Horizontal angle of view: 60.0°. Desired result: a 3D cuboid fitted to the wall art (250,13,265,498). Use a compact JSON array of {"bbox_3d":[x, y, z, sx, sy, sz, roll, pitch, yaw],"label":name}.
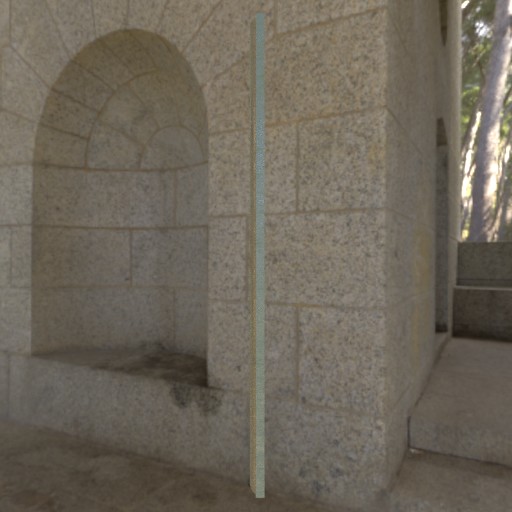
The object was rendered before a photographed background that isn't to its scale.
[{"bbox_3d":[0.000,0.000,1.282,0.030,0.983,0.767,0,0,0],"label":"wall art"}]
